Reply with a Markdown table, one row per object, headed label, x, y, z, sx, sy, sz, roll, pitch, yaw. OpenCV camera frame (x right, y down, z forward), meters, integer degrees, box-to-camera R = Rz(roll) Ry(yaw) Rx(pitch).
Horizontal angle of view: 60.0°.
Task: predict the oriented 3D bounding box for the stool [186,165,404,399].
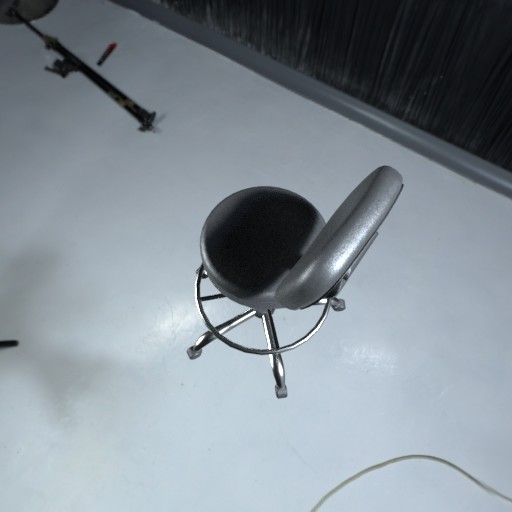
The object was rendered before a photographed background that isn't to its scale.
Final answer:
| label | x | y | z | sx | sy | sz | roll | pitch | yaw |
| --- | --- | --- | --- | --- | --- | --- | --- | --- | --- |
| stool | 0.000 | 0.000 | 1.510 | 0.658 | 1.069 | 0.694 | 33 | 68 | 15 |
